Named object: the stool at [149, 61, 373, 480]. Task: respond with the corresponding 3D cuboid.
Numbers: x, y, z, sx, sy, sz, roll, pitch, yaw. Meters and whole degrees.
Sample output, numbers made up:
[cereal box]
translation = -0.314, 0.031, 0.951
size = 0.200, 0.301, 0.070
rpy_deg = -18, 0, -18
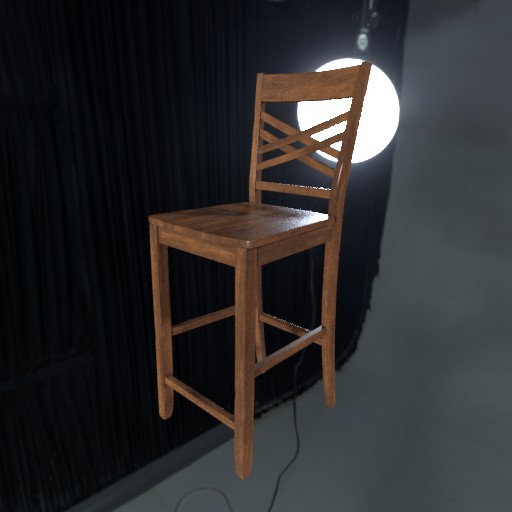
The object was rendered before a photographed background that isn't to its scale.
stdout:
[stool]
translation = 0.000, 0.000, 1.347
size = 0.426, 1.098, 0.504
rpy_deg = 15, 22, 42
